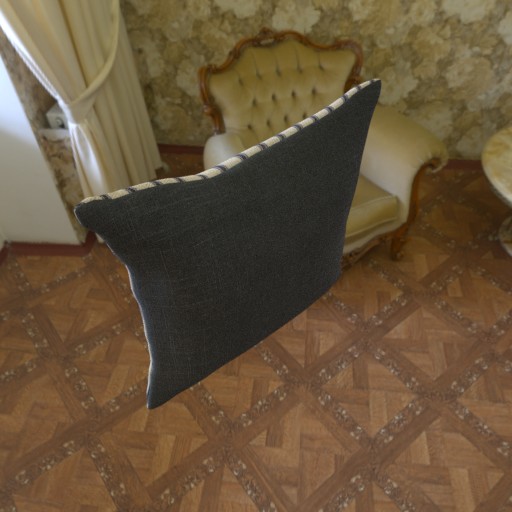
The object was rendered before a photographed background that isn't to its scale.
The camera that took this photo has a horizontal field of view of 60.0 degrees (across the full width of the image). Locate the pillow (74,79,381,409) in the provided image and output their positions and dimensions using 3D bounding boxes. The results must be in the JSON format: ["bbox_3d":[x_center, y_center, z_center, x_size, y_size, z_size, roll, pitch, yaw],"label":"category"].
[{"bbox_3d":[0.000,0.000,0.692,0.468,0.444,0.138,-31,53,-26],"label":"pillow"}]
